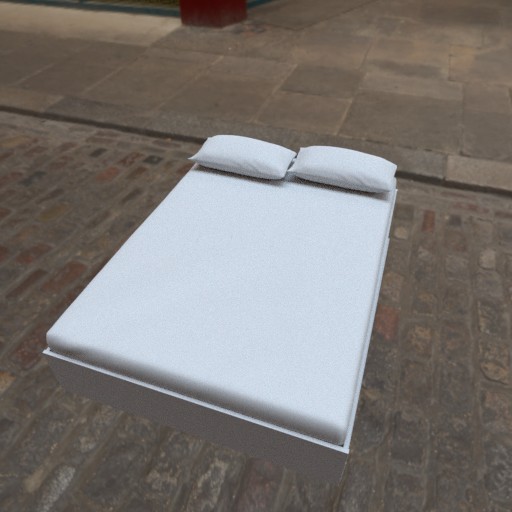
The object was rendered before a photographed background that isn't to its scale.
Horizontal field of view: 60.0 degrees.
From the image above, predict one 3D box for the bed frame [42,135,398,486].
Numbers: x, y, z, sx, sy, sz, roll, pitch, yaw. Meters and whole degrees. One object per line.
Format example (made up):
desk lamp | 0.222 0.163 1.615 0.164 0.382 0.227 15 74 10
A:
bed frame | 0.000 0.000 2.591 1.450 0.629 1.950 13 44 14
